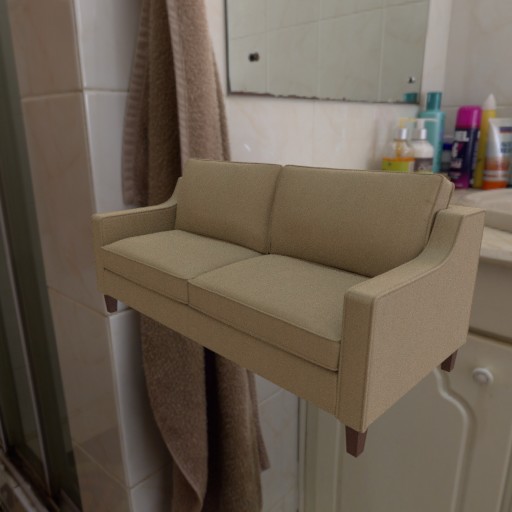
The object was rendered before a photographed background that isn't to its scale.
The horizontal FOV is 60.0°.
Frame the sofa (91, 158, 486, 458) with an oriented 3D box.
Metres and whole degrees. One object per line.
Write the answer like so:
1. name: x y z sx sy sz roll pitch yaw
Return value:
1. sofa: 0.000 0.000 2.667 2.178 1.071 1.066 16 22 43
